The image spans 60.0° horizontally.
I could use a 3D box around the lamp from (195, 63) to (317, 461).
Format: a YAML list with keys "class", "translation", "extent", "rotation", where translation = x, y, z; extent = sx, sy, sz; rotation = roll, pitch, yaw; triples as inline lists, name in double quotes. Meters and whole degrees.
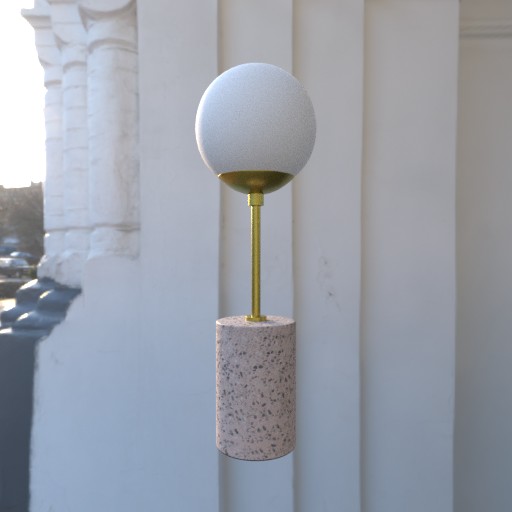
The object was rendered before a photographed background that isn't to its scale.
- class: "lamp"
  translation: [0.000, 0.000, 0.568]
  extent: [0.153, 0.480, 0.153]
  rotation: [0, 0, 0]
